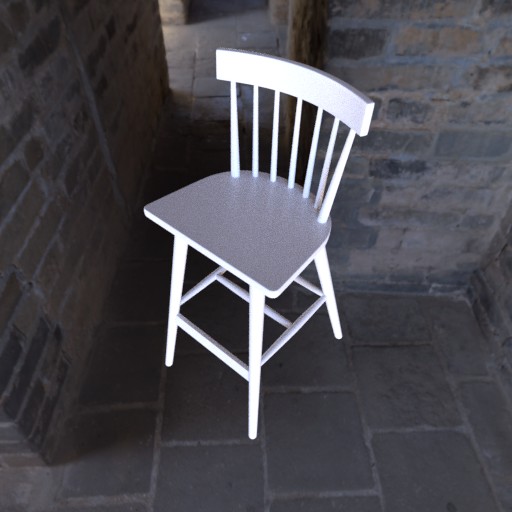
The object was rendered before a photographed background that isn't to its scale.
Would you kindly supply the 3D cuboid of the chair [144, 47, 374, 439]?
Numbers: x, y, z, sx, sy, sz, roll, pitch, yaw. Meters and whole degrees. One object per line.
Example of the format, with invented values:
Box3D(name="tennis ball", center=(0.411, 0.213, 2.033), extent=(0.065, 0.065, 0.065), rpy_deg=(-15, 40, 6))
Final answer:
Box3D(name="chair", center=(0.000, 0.000, 1.403), extent=(0.483, 1.092, 0.572), rpy_deg=(32, 54, 27))
